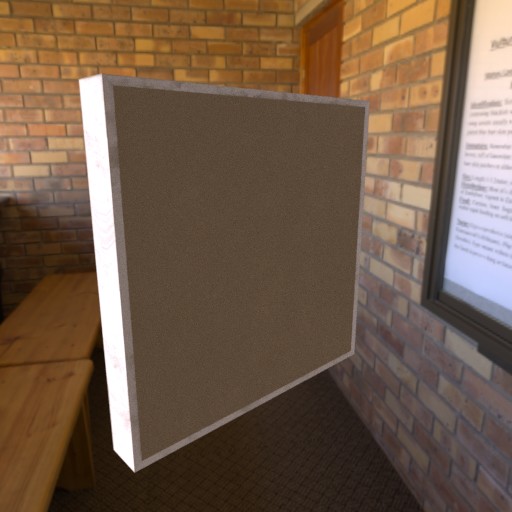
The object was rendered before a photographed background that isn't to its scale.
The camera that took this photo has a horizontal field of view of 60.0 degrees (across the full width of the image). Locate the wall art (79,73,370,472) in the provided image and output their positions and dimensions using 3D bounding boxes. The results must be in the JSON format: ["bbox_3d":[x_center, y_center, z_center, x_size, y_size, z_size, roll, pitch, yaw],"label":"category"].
[{"bbox_3d":[0.000,0.000,0.436,0.305,0.303,0.038,-13,20,-41],"label":"wall art"}]
